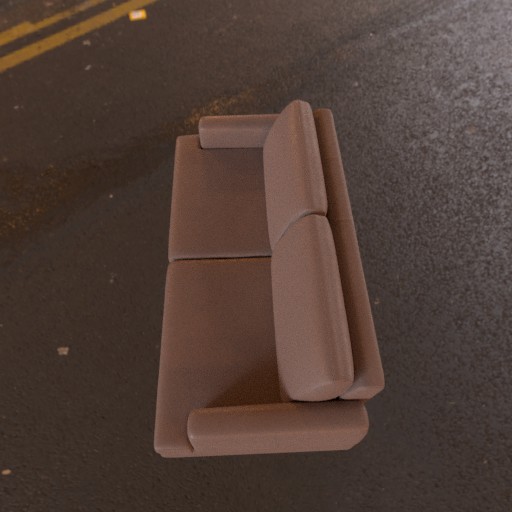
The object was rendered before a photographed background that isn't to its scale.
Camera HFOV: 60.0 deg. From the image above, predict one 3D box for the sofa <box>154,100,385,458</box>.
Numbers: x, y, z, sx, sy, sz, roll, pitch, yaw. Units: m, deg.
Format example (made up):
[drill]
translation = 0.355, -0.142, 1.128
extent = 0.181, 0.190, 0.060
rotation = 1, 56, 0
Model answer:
[sofa]
translation = 0.000, 0.000, 2.409
extent = 0.974, 0.765, 1.940
rotation = -2, 58, -1
